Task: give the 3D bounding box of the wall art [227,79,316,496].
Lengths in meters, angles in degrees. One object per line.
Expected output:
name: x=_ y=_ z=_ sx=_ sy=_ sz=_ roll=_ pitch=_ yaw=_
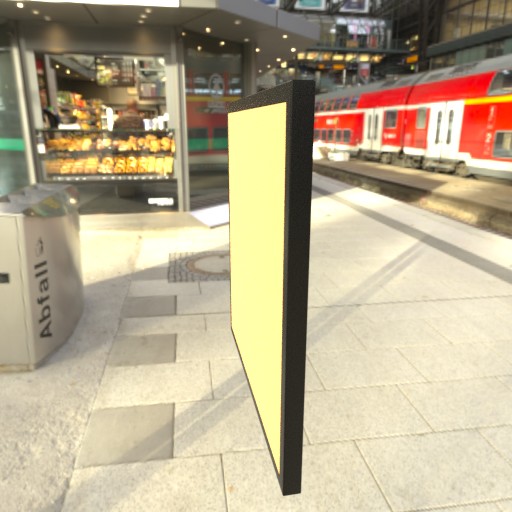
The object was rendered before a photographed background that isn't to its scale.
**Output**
wall art: x=0.000 y=0.000 z=1.118 sx=0.038 sy=0.761 sz=0.755 roll=-3 pitch=17 yaw=-10
